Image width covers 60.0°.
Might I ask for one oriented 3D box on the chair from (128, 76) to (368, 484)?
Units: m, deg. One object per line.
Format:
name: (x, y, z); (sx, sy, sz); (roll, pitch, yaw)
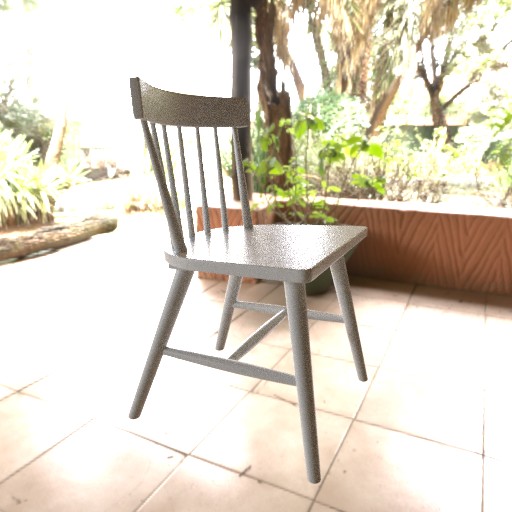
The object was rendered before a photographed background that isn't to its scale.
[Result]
chair: (0.000, 0.000, 1.090); (0.500, 0.787, 0.483); (7, 16, 25)
